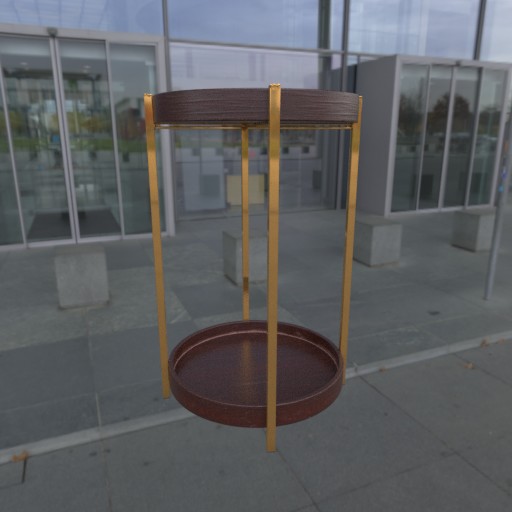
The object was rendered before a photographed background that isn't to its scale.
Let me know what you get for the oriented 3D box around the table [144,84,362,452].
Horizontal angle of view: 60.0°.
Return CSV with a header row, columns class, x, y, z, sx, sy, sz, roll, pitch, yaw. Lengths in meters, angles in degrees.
class,x,y,z,sx,sy,sz,roll,pitch,yaw
table,0.000,0.000,0.892,0.400,0.610,0.400,-2,16,-7
